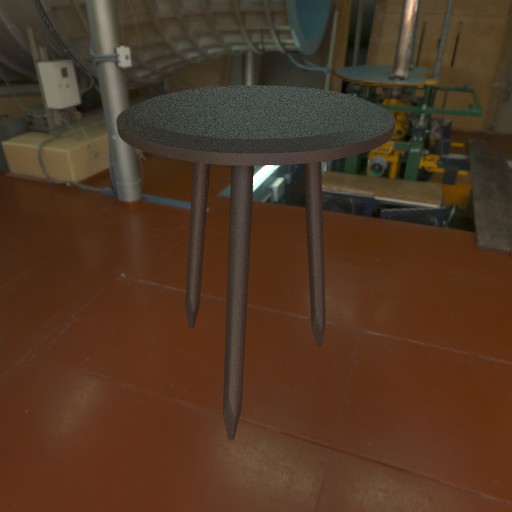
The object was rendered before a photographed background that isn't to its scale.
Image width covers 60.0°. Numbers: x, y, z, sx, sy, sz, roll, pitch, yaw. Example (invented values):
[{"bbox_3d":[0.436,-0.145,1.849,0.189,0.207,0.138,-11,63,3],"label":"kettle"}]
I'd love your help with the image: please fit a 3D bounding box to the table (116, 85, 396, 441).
[{"bbox_3d":[0.000,0.000,0.894,0.457,0.585,0.457,0,30,0],"label":"table"}]
